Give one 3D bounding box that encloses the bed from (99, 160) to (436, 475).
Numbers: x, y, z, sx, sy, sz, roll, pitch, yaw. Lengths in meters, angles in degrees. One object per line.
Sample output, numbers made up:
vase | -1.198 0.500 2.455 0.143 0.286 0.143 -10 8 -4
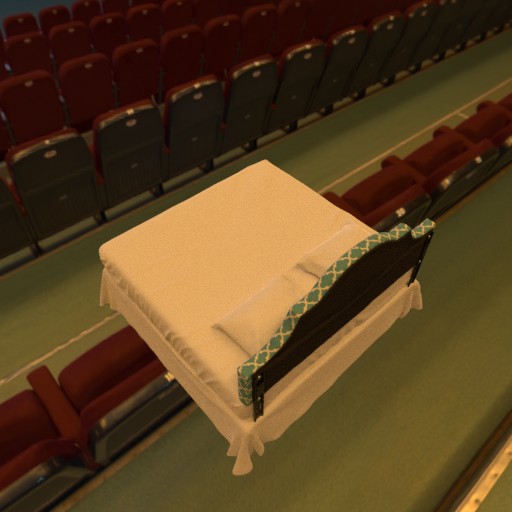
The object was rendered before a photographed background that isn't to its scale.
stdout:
bed | 0.000 0.000 3.786 2.314 1.601 2.222 -33 55 -27
